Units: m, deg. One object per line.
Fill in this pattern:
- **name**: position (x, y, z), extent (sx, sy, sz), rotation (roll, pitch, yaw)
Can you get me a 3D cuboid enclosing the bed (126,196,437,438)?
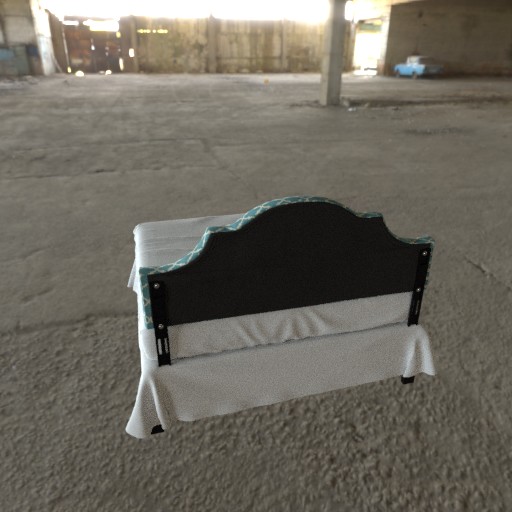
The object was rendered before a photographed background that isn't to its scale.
- **bed**: position (0.000, 0.000, 3.804), extent (2.314, 1.601, 2.222), rotation (-6, 25, -14)
